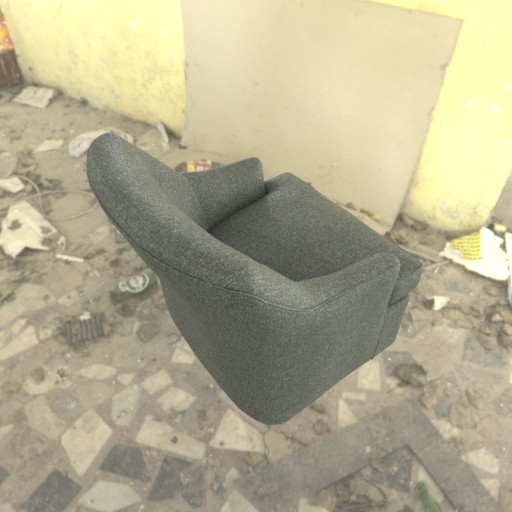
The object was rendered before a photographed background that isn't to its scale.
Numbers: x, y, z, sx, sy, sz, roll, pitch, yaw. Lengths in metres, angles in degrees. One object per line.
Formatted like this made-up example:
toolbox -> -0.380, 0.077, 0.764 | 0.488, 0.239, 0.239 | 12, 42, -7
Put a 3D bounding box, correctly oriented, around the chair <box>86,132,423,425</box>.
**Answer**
chair -> 0.000, 0.000, 1.573 | 0.923, 0.856, 0.864 | -25, 47, -25
